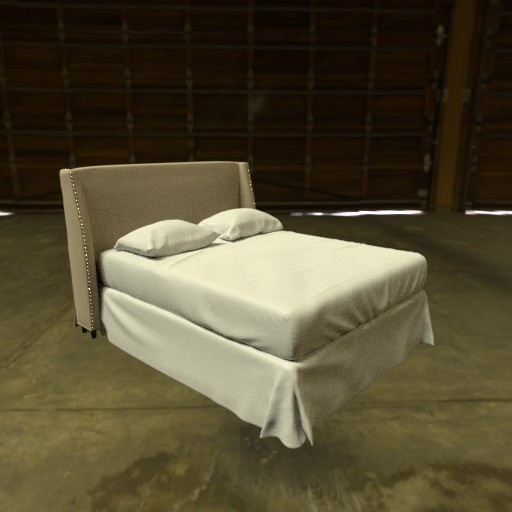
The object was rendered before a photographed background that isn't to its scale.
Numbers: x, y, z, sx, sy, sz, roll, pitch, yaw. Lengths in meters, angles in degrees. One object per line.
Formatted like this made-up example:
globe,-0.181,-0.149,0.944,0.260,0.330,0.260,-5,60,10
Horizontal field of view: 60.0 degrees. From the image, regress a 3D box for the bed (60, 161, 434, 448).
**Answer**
bed,0.000,0.000,3.392,2.276,1.332,1.925,13,19,41
